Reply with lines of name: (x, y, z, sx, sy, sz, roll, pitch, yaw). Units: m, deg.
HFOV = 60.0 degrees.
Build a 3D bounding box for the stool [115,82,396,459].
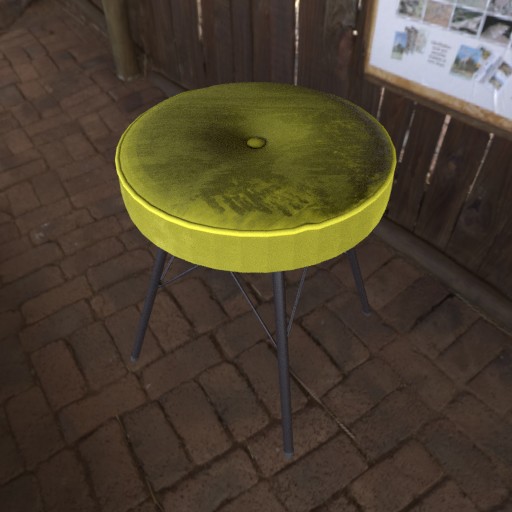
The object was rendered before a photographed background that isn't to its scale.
stool: (0.000, 0.000, 0.824, 0.409, 0.508, 0.409, 24, 50, 22)
